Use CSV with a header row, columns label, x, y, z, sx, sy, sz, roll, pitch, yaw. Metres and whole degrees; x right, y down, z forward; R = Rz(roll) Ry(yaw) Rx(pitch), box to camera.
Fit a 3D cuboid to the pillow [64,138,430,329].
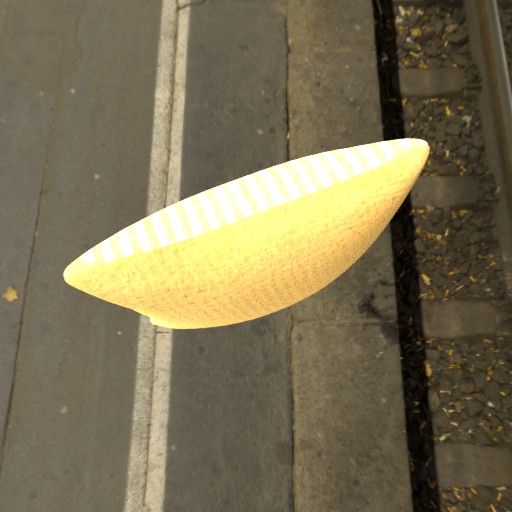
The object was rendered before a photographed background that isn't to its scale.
label,x,y,z,sx,sy,sz,roll,pitch,yaw
pillow,0.000,0.000,0.657,0.419,0.407,0.173,-21,76,-5
